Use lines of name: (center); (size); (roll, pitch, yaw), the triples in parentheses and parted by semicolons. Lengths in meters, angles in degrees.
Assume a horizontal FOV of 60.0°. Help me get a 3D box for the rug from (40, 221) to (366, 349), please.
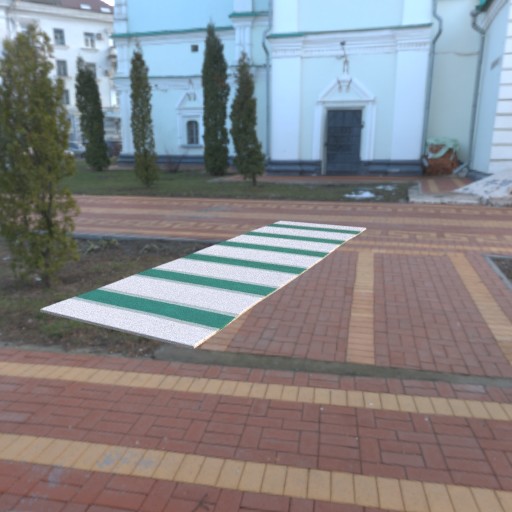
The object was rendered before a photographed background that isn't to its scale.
rug: (0.000, 0.000, 2.707); (0.768, 0.012, 2.438); (7, 16, 26)
